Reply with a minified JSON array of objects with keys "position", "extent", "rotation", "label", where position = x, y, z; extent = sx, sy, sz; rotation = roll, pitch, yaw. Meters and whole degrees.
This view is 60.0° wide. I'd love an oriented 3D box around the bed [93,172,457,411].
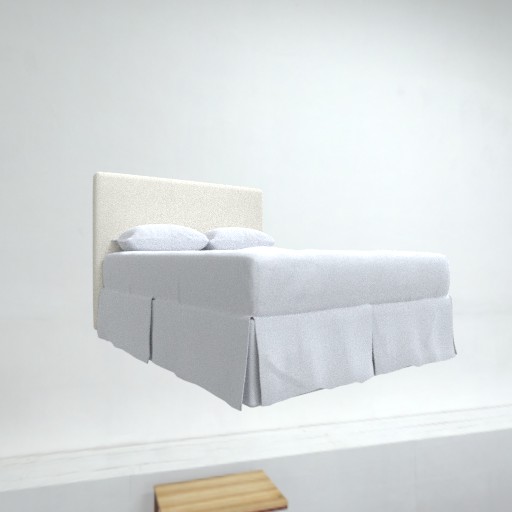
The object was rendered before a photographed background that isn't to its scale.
[{"position":[0.000,0.000,3.165],"extent":[1.713,1.330,2.142],"rotation":[0,1,-37],"label":"bed"}]
